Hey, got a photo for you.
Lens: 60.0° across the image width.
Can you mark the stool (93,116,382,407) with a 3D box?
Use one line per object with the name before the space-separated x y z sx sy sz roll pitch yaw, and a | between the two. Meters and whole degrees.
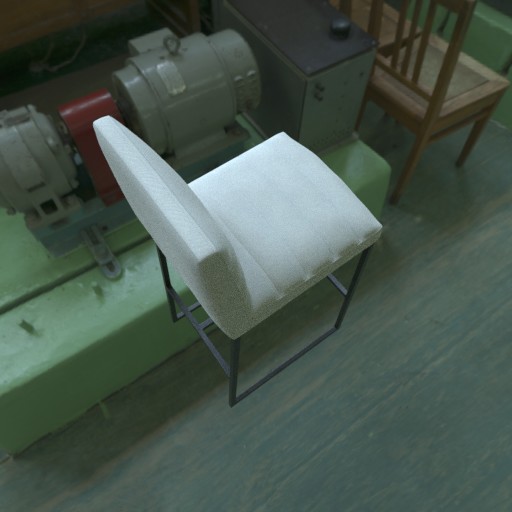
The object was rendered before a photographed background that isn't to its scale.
stool | 0.000 0.000 1.379 0.573 1.061 0.464 -32 63 -18
